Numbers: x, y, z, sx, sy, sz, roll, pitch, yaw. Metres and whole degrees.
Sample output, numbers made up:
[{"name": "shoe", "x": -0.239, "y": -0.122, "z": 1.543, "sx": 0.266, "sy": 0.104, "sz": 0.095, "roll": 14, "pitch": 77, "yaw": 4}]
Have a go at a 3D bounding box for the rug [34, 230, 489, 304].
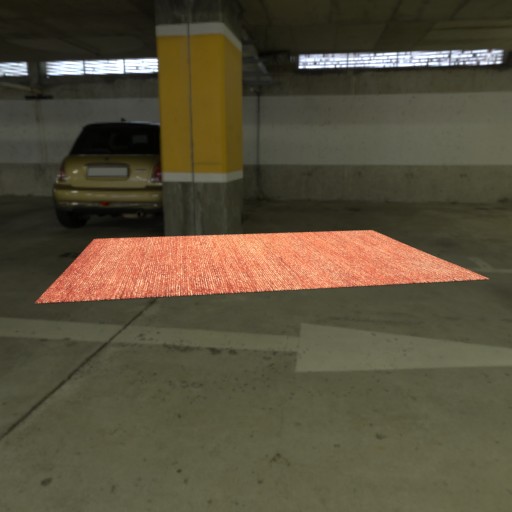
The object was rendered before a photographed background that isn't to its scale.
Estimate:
[{"name": "rug", "x": 0.000, "y": 0.000, "z": 2.214, "sx": 1.747, "sy": 0.011, "sz": 1.139, "roll": -2, "pitch": 14, "yaw": -10}]
